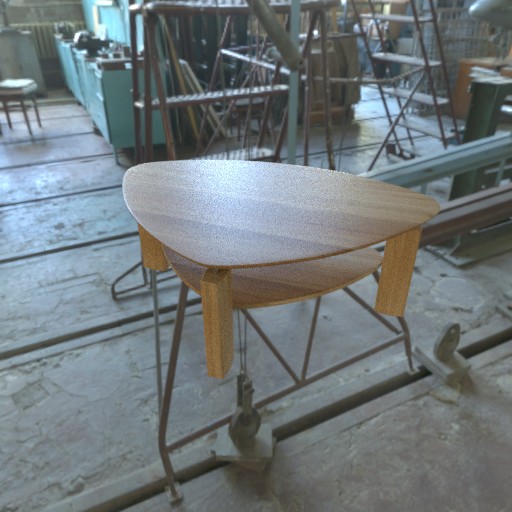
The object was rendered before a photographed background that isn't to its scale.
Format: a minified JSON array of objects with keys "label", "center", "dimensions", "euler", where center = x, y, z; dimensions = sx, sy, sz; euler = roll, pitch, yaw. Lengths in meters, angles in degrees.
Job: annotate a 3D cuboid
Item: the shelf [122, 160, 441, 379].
[{"label":"shelf","center":[0.000,0.000,1.684],"dimensions":[1.240,0.439,0.863],"euler":[10,32,16]}]
